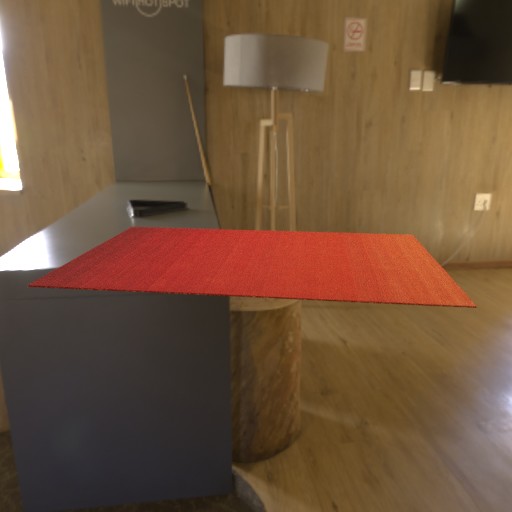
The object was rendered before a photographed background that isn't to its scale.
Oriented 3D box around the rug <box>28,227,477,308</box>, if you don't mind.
[{"bbox_3d":[0.000,0.000,3.104,2.442,0.010,1.531,2,17,7],"label":"rug"}]
